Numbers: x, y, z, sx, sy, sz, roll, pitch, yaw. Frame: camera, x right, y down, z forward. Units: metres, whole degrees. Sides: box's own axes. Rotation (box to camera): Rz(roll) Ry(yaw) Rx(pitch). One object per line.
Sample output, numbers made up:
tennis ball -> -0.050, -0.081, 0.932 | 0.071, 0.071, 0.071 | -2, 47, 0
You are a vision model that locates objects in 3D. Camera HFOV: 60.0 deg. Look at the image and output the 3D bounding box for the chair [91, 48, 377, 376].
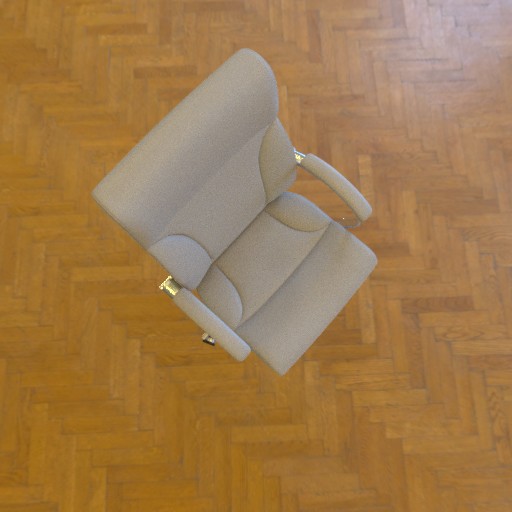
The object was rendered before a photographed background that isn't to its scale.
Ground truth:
chair -> 0.000, 0.000, 1.565 | 0.745, 1.099, 0.727 | 41, 80, 9
